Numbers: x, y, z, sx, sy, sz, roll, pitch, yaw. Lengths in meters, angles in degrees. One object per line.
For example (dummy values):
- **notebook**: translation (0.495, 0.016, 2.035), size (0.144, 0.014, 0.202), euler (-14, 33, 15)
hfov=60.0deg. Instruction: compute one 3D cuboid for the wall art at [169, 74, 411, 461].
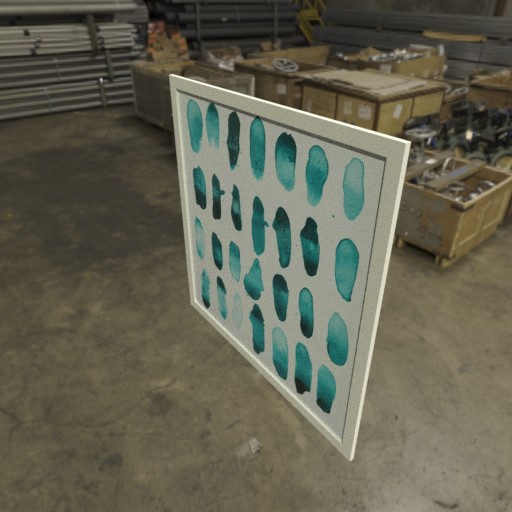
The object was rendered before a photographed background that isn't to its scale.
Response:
- **wall art**: translation (0.000, 0.000, 1.191), size (0.013, 0.813, 0.812), euler (-21, 37, -31)
